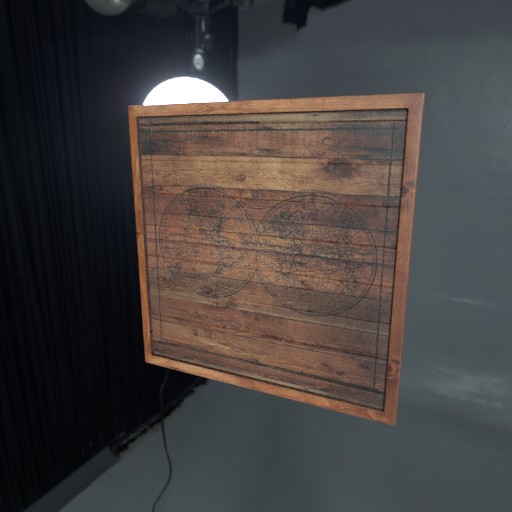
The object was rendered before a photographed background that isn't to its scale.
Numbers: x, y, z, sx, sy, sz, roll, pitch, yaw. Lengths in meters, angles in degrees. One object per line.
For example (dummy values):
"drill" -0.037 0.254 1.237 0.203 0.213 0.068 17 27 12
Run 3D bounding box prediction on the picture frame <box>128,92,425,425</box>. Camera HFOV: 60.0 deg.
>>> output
"picture frame" 0.000 0.000 1.229 0.810 0.817 0.029 7 16 25
